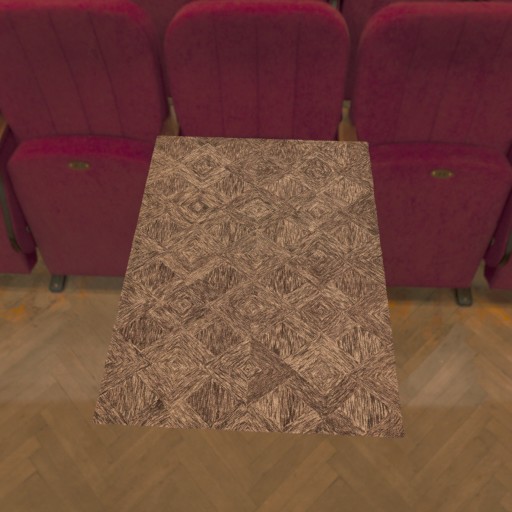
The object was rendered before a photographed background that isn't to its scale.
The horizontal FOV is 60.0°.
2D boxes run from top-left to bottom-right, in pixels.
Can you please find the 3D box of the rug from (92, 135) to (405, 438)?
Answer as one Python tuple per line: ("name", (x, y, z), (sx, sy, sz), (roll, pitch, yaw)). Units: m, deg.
("rug", (0.000, 0.000, 4.287), (2.448, 0.017, 3.204), (2, 58, 1))
